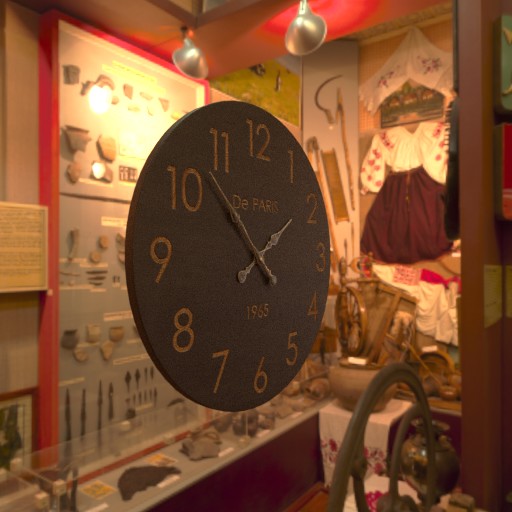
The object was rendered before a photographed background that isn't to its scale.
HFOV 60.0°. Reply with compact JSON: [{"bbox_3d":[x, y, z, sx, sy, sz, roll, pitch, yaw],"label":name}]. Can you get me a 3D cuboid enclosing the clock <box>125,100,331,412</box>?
[{"bbox_3d":[0.000,0.000,0.881,0.029,0.595,0.595,-1,-1,38],"label":"clock"}]
